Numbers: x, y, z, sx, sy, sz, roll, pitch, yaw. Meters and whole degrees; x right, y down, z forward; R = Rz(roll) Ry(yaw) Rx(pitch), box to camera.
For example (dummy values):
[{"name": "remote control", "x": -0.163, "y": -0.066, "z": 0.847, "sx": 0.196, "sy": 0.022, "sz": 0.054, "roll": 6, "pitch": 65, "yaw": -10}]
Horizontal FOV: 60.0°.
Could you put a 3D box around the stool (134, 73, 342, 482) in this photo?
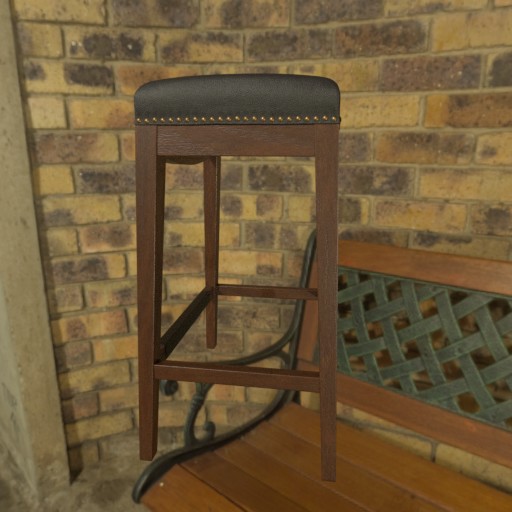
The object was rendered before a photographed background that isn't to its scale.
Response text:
[{"name": "stool", "x": 0.000, "y": 0.000, "z": 0.937, "sx": 0.353, "sy": 0.664, "sz": 0.490, "roll": 2, "pitch": 14, "yaw": 9}]
